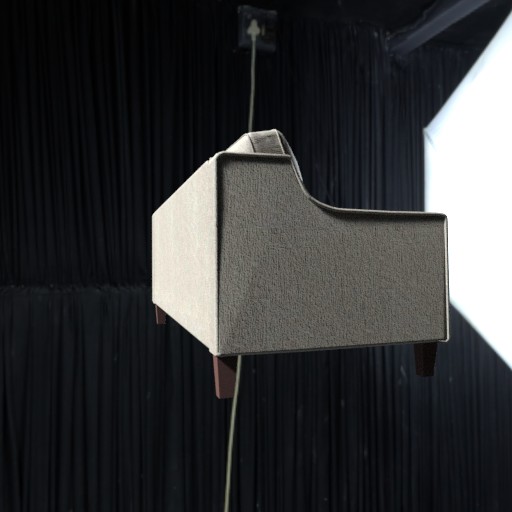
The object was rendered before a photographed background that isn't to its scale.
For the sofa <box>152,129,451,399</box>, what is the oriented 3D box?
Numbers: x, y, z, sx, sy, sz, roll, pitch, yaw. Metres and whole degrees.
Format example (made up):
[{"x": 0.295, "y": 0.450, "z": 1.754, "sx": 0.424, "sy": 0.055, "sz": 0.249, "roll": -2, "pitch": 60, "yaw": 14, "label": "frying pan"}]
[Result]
[{"x": 0.000, "y": 0.000, "z": 2.767, "sx": 1.073, "sy": 1.074, "sz": 2.181, "roll": 0, "pitch": -1, "yaw": -19, "label": "sofa"}]
